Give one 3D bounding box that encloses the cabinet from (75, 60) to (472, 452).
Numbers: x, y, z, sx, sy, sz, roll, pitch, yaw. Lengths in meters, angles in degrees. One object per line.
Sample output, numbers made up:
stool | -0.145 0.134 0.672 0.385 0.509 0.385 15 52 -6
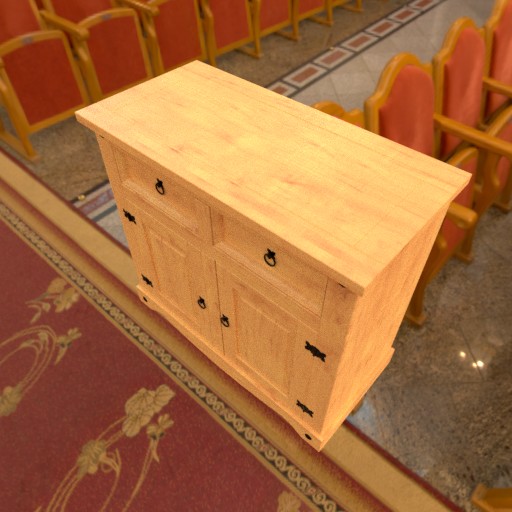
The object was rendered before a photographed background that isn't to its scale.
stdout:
cabinet | 0.000 0.000 1.410 0.920 0.840 0.450 33 55 27
